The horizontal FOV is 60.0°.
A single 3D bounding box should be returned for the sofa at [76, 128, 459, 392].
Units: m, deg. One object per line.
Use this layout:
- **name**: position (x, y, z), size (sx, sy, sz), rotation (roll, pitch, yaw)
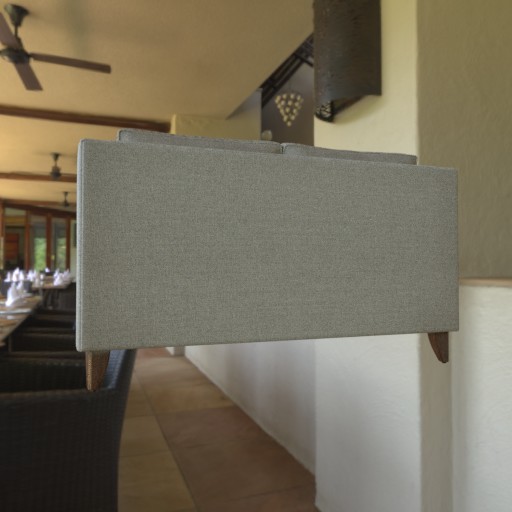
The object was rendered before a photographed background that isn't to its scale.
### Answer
- **sofa**: position (0.000, 0.000, 1.970), size (1.422, 0.863, 0.915), rotation (0, -1, -18)
